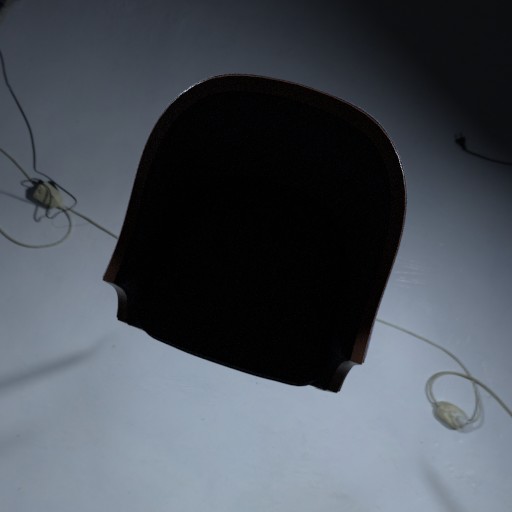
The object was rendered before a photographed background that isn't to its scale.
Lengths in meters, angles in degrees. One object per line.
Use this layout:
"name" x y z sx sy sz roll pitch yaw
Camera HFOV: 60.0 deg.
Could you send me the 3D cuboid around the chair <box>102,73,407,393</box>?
"chair" 0.000 0.000 1.469 0.803 0.876 0.735 17 75 5
